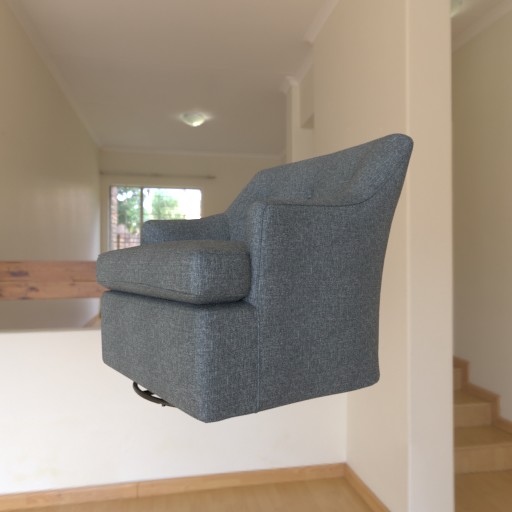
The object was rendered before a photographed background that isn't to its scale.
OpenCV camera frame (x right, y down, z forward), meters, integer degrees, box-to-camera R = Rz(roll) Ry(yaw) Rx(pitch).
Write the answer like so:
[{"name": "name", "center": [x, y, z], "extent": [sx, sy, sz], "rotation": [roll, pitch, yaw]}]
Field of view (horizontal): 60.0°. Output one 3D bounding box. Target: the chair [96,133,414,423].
[{"name": "chair", "center": [0.000, 0.000, 1.584], "extent": [0.923, 0.856, 0.864], "rotation": [0, -1, -36]}]
